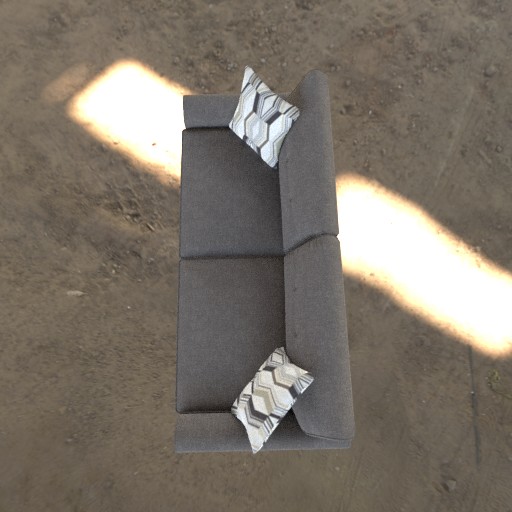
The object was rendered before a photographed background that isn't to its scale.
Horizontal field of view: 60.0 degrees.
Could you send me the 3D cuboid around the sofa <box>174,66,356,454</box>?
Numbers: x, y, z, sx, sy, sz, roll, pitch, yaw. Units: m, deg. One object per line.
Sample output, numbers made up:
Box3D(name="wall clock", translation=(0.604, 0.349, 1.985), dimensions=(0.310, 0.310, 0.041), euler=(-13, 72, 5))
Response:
Box3D(name="sofa", translation=(0.000, 0.000, 2.523), dimensions=(0.889, 0.813, 2.032), euler=(-1, 74, 0))
